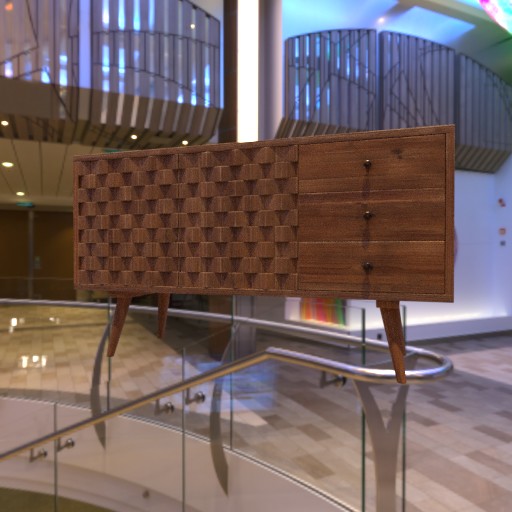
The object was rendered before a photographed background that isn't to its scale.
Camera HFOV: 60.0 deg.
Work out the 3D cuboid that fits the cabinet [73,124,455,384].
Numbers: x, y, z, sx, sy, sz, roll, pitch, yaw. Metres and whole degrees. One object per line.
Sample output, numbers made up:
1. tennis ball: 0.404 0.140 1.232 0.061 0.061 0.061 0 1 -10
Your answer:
1. cabinet: 0.000 0.000 1.757 1.400 0.800 0.472 0 1 18
